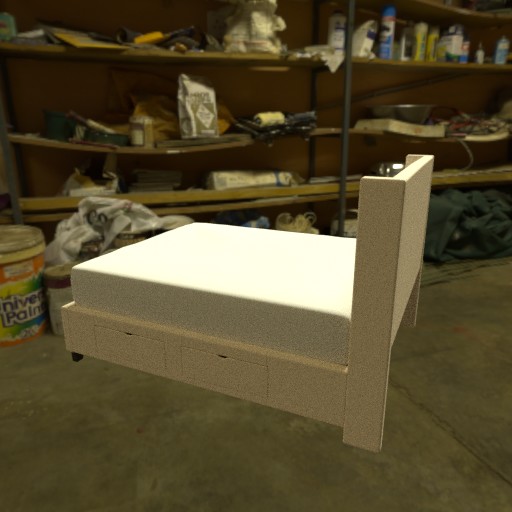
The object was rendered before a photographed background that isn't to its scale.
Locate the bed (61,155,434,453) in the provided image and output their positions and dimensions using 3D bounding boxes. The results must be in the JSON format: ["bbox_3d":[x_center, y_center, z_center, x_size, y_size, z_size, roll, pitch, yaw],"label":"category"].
[{"bbox_3d":[0.000,0.000,3.394,2.280,1.471,1.765,8,18,24],"label":"bed"}]
